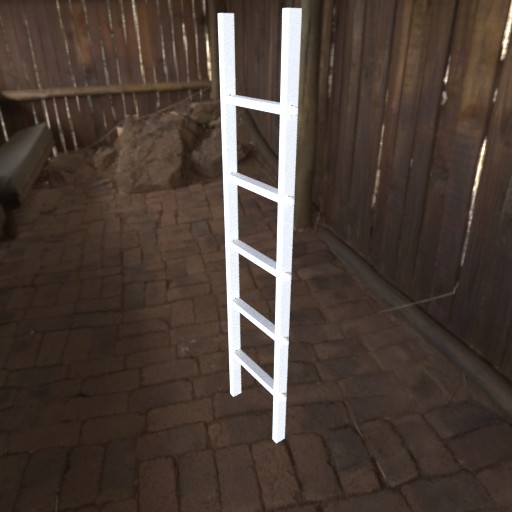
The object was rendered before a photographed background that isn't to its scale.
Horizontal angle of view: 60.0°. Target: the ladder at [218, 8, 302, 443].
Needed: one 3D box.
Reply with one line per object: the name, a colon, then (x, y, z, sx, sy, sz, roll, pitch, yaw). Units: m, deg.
ladder: (0.000, 0.000, 1.856, 0.051, 1.797, 0.452, -18, 31, -31)
